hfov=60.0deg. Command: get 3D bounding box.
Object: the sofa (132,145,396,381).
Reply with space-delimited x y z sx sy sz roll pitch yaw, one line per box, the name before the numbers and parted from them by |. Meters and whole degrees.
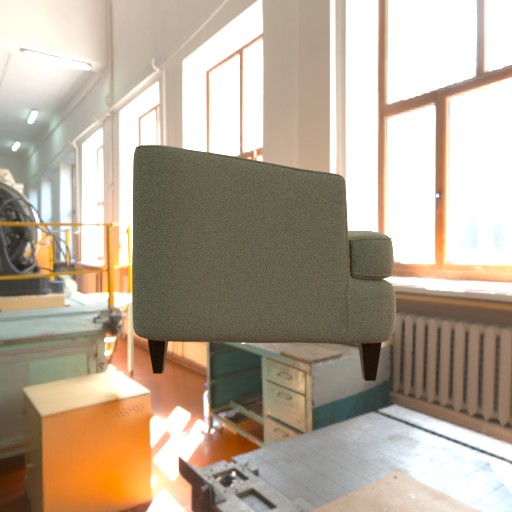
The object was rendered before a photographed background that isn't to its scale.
sofa | 0.000 0.000 2.246 0.941 0.855 1.733 0 1 0
